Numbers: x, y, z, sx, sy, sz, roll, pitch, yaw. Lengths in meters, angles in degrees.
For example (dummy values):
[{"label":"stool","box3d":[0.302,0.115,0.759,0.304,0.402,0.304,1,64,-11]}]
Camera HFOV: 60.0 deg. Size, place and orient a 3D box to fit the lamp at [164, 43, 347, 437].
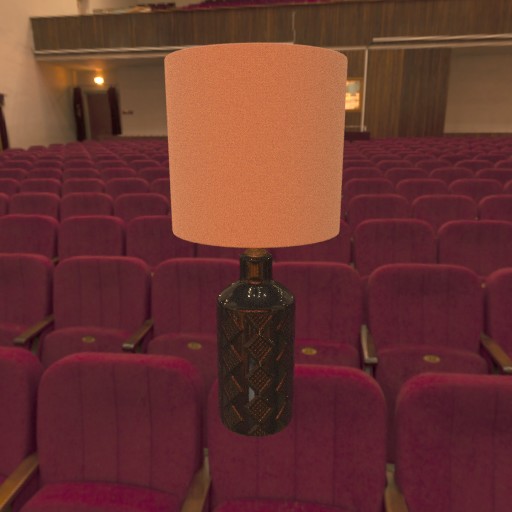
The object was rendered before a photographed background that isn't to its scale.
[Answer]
[{"label":"lamp","box3d":[0.000,0.000,0.567,0.207,0.461,0.207,2,15,8]}]
